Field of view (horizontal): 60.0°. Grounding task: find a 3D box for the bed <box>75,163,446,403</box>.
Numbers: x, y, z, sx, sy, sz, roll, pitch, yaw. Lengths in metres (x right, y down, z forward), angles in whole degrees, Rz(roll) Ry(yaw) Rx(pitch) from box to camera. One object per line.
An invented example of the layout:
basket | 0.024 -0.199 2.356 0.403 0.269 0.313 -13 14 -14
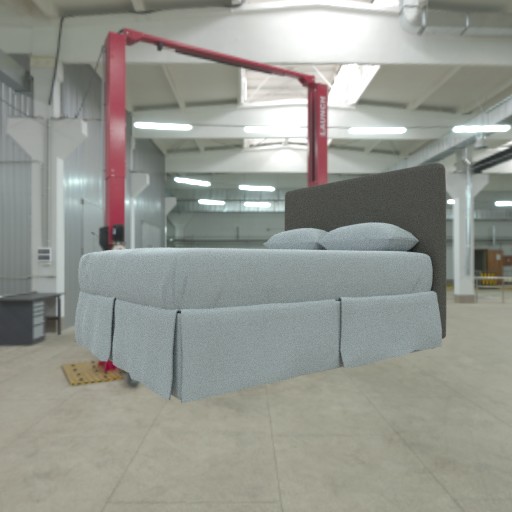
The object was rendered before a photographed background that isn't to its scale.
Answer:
bed | 0.000 0.000 3.190 2.142 1.330 1.748 0 -1 -36
